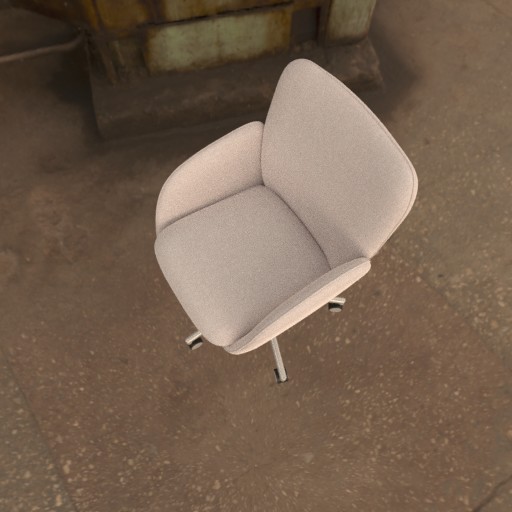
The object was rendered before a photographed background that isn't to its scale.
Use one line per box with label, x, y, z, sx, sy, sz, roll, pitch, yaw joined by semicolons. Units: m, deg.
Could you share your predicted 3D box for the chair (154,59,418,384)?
chair;0.000;0.000;1.392;0.633;0.959;0.648;-30;68;-13
